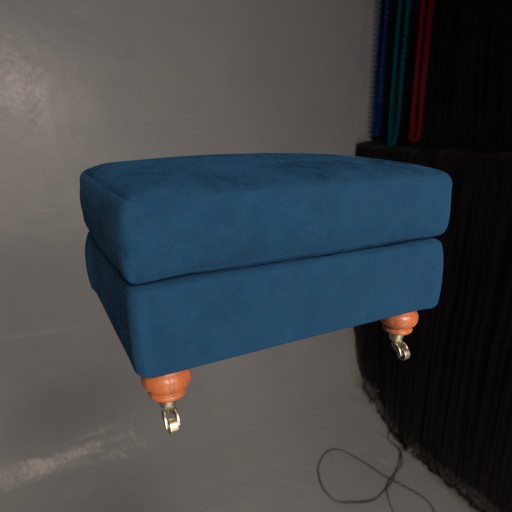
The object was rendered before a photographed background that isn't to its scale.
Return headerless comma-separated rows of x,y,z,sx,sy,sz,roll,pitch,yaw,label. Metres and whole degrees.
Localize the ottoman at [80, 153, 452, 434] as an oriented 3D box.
0.000,0.000,1.134,0.773,0.503,0.572,-8,18,-26,ottoman
